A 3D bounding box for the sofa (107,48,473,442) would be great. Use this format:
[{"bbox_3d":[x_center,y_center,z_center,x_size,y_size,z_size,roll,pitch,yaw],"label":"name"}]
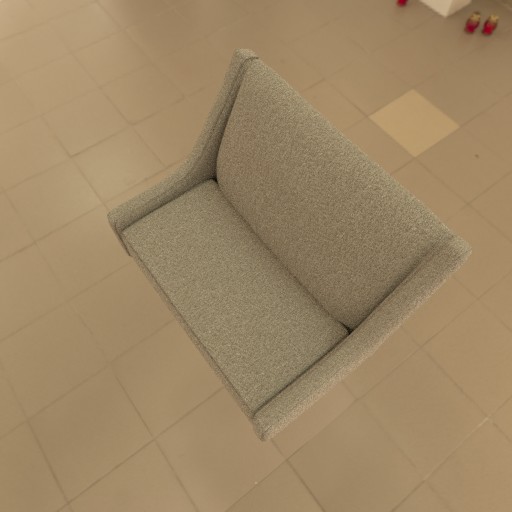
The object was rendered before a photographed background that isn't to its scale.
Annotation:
[{"bbox_3d":[0.000,0.000,1.954,0.862,1.026,1.242,-34,68,-16],"label":"sofa"}]
